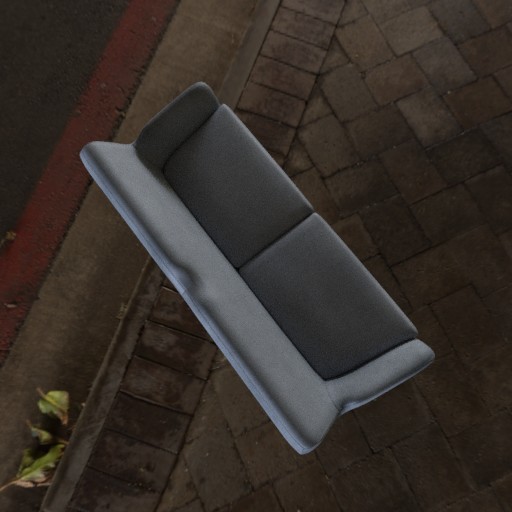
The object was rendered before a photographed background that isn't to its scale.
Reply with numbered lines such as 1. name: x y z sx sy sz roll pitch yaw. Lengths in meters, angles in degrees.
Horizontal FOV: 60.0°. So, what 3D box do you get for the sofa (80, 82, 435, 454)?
1. sofa: 0.000 0.000 2.340 0.850 0.810 1.870 -37 79 -8
